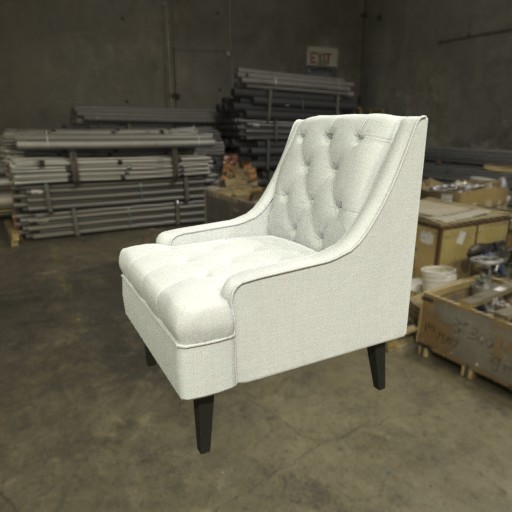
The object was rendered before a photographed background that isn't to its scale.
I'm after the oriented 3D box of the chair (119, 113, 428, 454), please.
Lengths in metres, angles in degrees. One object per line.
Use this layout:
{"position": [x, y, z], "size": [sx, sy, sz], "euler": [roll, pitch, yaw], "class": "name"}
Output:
{"position": [0.000, 0.000, 1.448], "size": [0.772, 0.891, 0.658], "euler": [-9, 18, -27], "class": "chair"}
